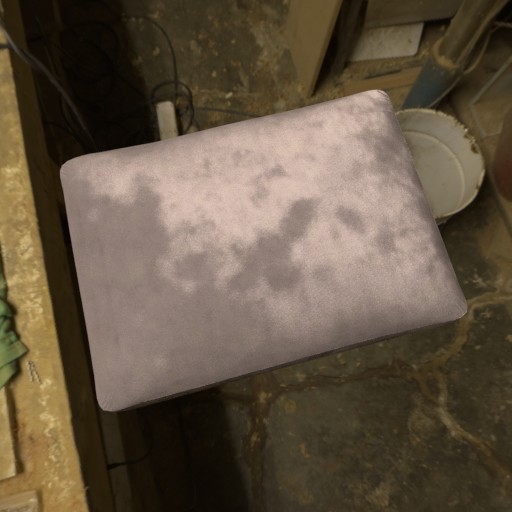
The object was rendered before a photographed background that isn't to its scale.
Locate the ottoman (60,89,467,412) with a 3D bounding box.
[{"bbox_3d":[0.000,0.000,1.032,0.719,0.456,0.520,-14,77,-3],"label":"ottoman"}]
